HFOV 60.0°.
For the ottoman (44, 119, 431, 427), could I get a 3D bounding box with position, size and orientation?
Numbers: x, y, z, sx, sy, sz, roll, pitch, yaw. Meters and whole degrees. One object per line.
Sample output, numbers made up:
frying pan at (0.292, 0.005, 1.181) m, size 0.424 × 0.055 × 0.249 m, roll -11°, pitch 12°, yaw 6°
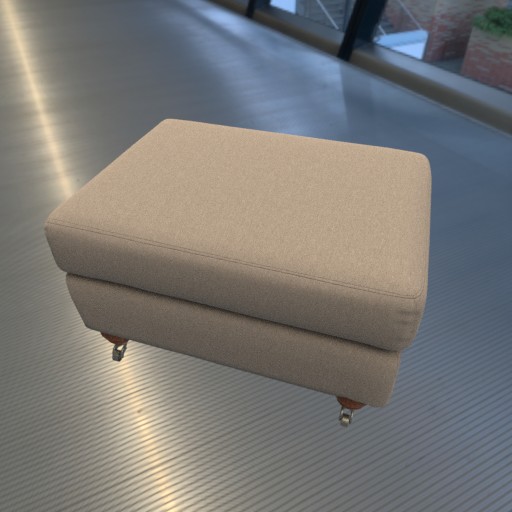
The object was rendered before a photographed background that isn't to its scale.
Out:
ottoman at (0.000, 0.000, 1.134) m, size 0.773 × 0.497 × 0.574 m, roll 12°, pitch 42°, yaw 14°
